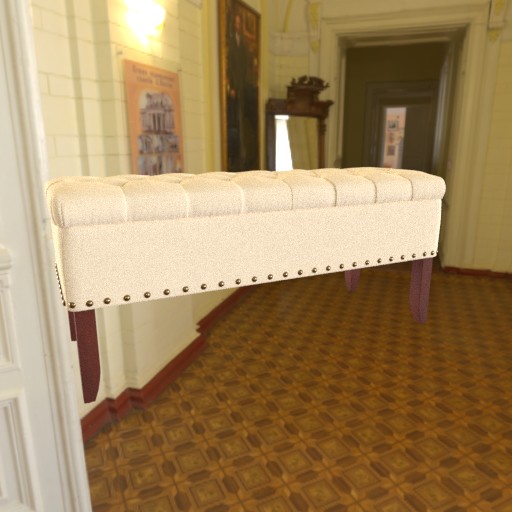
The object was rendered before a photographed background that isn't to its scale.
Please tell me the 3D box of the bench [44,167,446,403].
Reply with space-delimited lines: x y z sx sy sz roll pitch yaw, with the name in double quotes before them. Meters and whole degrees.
"bench" 0.000 0.000 1.272 1.054 0.470 0.400 -7 16 -25
